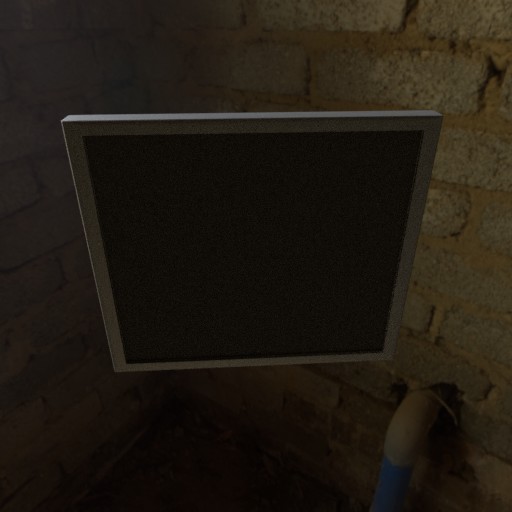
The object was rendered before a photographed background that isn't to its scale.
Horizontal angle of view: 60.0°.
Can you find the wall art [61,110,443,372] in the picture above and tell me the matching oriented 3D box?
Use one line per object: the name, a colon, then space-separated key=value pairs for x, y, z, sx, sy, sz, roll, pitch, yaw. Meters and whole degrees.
wall art: x=0.000 y=0.000 z=0.533 sx=0.380 sy=0.330 sz=0.028 roll=-2 pitch=30 yaw=-3
